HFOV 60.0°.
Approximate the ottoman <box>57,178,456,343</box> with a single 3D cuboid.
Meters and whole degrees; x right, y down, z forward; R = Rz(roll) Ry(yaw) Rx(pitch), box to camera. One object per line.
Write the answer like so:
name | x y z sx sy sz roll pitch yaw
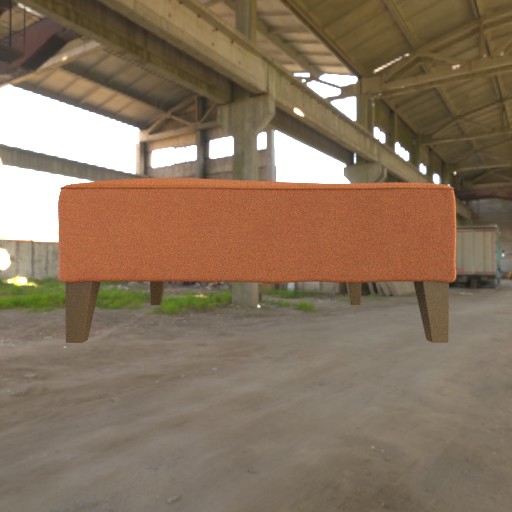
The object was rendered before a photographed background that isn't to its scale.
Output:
ottoman | 0.000 0.000 1.575 0.997 0.438 0.999 0 0 0
